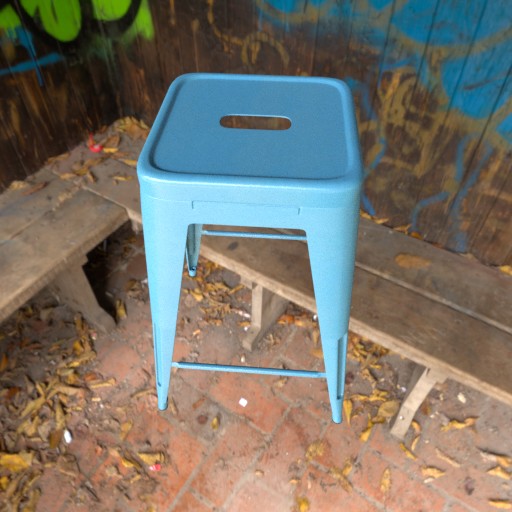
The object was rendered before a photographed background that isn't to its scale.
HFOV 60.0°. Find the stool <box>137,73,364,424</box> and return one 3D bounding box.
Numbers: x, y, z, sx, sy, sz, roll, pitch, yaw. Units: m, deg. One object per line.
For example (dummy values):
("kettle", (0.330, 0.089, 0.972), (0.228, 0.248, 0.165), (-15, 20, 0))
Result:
("stool", (0.000, 0.000, 0.890), (0.410, 0.608, 0.410), (3, 48, 3))
